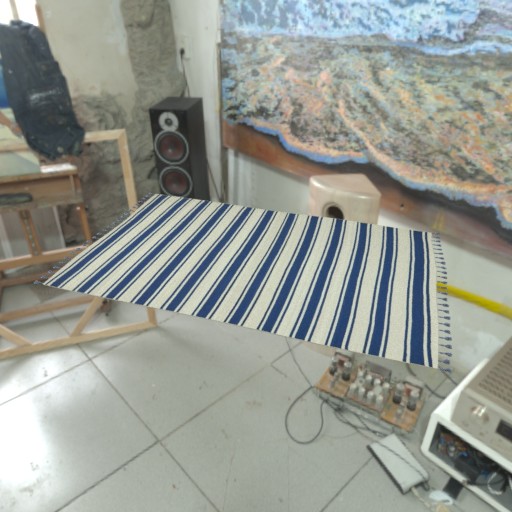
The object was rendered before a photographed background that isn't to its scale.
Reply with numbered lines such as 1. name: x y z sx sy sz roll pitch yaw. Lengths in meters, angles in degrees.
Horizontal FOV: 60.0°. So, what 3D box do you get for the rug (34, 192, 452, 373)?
1. rug: 0.000 0.000 2.586 2.108 0.009 1.248 10 33 15
